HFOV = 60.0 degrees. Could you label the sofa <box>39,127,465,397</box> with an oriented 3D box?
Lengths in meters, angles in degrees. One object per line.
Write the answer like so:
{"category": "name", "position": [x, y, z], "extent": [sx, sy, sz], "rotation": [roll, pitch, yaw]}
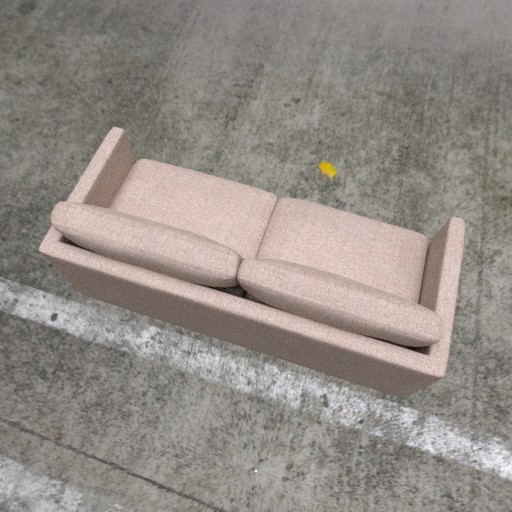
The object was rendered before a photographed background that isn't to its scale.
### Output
{"category": "sofa", "position": [0.000, 0.000, 2.675], "extent": [2.208, 0.965, 0.951], "rotation": [16, 65, 8]}
